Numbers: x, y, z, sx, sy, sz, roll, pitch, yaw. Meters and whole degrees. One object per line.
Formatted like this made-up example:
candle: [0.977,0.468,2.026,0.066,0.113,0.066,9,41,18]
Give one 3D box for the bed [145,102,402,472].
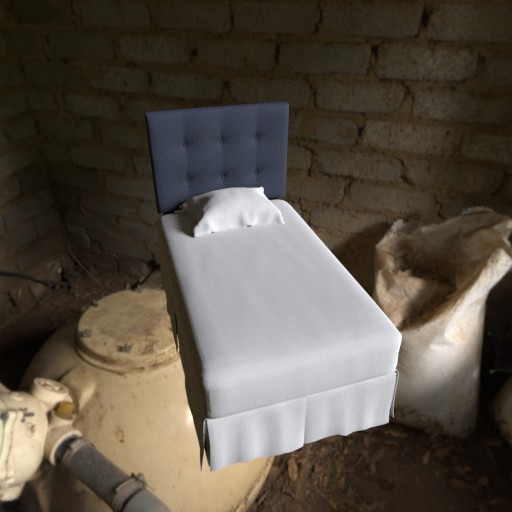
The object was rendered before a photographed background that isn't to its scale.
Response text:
bed: [0.000,0.000,3.063,1.261,1.571,1.997,-10,33,-15]
